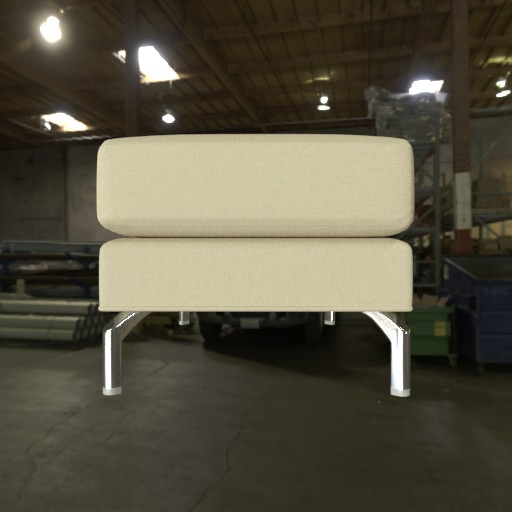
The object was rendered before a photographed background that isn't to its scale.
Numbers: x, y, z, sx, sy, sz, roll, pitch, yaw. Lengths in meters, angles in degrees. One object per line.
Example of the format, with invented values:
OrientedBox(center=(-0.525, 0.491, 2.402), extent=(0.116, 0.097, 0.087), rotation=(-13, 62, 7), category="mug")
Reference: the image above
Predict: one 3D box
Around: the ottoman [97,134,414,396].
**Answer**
OrientedBox(center=(0.000, 0.000, 1.198), extent=(0.581, 0.497, 0.835), rotation=(0, 1, 0), category="ottoman")
